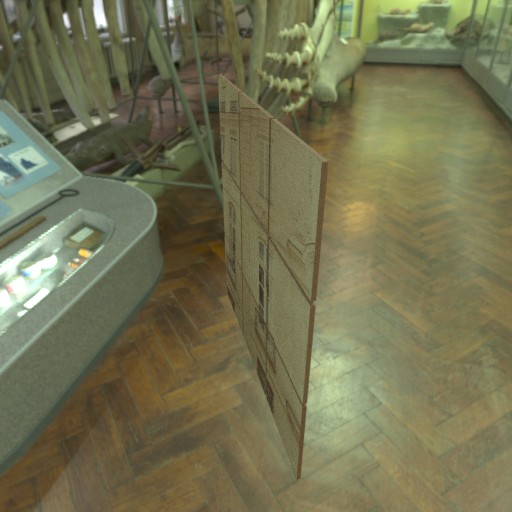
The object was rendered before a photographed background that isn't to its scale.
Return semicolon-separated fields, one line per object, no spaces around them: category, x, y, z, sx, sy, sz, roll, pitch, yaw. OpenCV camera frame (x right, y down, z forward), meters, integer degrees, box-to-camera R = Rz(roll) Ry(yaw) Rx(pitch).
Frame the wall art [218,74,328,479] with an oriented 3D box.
wall art;0.000;0.000;1.829;0.024;1.218;1.221;-8;32;-13
